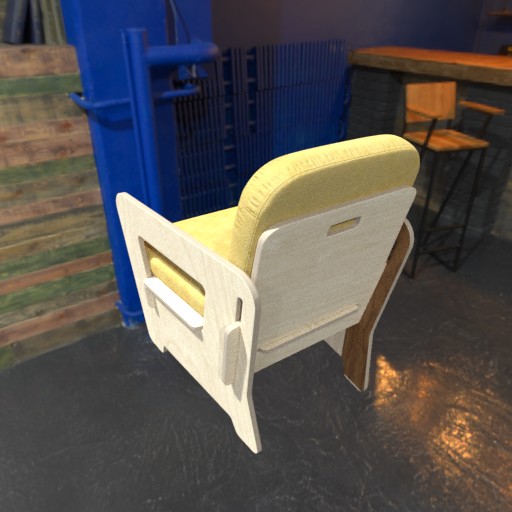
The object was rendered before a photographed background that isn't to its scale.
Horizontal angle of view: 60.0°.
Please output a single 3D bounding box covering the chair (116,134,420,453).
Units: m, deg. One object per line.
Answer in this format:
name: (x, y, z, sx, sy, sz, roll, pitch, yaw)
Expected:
chair: (0.000, 0.000, 1.286, 0.590, 0.800, 0.710, -18, 35, -29)
